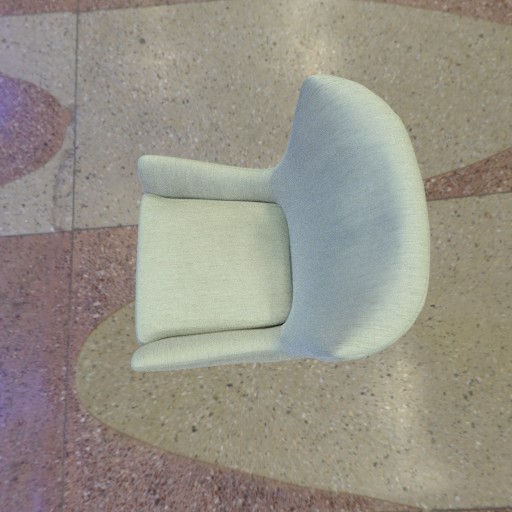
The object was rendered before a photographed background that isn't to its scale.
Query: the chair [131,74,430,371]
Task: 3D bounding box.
[{"bbox_3d":[0.000,0.000,1.601,0.904,1.000,0.779,-2,75,-1],"label":"chair"}]
